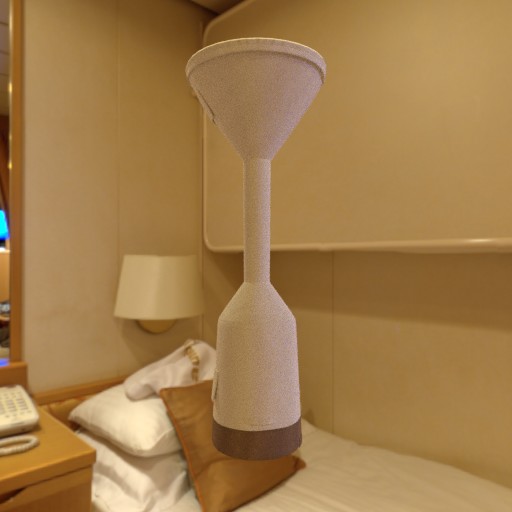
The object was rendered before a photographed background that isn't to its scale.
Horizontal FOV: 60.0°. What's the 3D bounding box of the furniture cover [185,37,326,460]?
[{"bbox_3d":[0.000,0.000,2.893,0.914,2.413,0.914,0,0,0],"label":"furniture cover"}]
